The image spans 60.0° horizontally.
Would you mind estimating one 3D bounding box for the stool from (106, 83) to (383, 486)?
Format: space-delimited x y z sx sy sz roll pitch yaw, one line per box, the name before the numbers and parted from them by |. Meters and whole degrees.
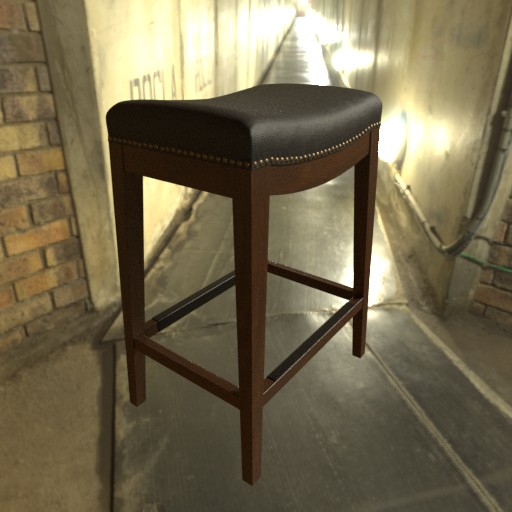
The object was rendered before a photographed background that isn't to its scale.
stool | 0.000 0.000 0.951 0.353 0.664 0.490 18 31 33
